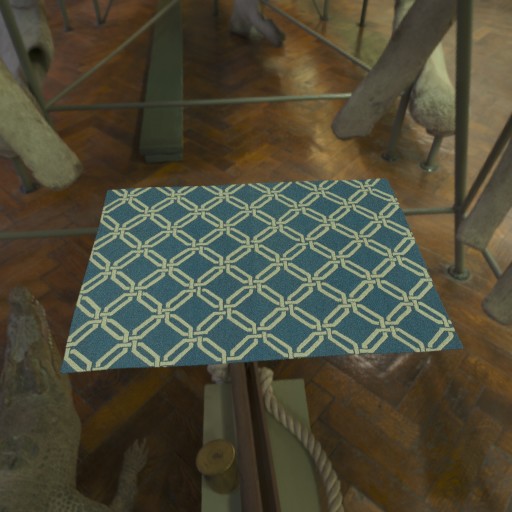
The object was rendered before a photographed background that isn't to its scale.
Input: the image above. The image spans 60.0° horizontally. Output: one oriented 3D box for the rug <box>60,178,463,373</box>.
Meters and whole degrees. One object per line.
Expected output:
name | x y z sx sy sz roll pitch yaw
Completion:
rug | 0.000 0.000 2.835 2.135 0.013 1.524 -3 46 -3
